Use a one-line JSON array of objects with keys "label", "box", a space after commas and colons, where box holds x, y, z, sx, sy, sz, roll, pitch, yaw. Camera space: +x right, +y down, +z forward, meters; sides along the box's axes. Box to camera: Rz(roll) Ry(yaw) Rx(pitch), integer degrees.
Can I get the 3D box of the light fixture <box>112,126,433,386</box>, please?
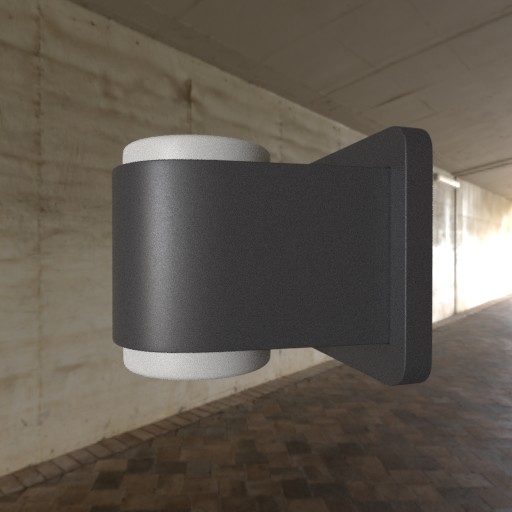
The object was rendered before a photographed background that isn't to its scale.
[{"label": "light fixture", "box": [0.000, 0.000, 0.213, 0.132, 0.109, 0.109, 0, 1, -17]}]
